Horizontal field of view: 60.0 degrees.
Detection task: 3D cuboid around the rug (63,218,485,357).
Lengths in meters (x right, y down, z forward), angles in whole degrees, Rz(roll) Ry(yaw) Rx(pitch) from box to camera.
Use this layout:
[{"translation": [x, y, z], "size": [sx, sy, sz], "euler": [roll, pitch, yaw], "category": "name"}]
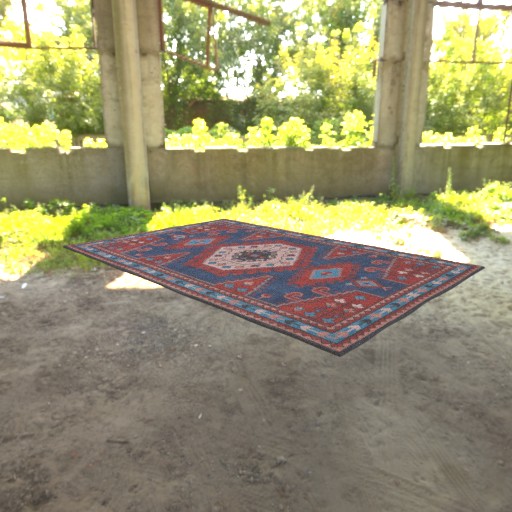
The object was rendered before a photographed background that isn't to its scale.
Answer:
[{"translation": [0.000, 0.000, 2.261], "size": [1.820, 0.012, 1.207], "euler": [14, 21, 42], "category": "rug"}]
